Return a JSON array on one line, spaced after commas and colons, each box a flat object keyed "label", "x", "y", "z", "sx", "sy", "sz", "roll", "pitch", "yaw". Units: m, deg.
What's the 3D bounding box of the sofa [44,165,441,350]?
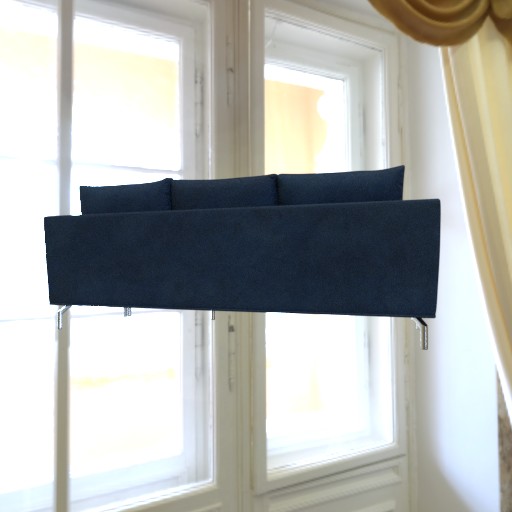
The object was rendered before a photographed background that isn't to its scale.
[{"label": "sofa", "x": 0.000, "y": 0.000, "z": 3.298, "sx": 2.438, "sy": 0.987, "sz": 1.622, "roll": 0, "pitch": -1, "yaw": 18}]
